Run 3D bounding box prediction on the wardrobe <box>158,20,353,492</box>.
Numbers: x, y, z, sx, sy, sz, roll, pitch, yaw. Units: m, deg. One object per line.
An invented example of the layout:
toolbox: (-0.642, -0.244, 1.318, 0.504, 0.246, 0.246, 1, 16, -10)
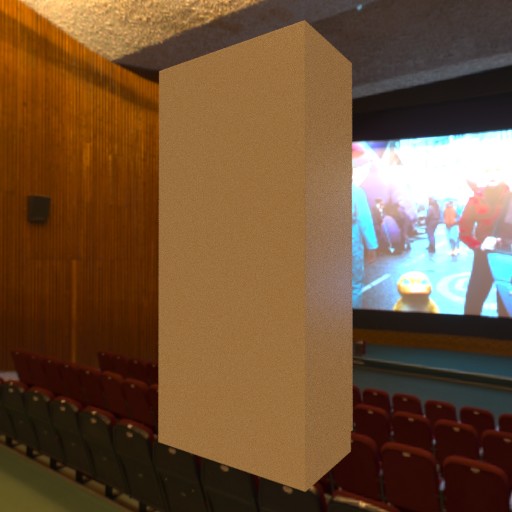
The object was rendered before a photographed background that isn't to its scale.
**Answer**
wardrobe: (0.000, 0.000, 2.007, 0.760, 1.700, 0.470, 0, -1, 35)
